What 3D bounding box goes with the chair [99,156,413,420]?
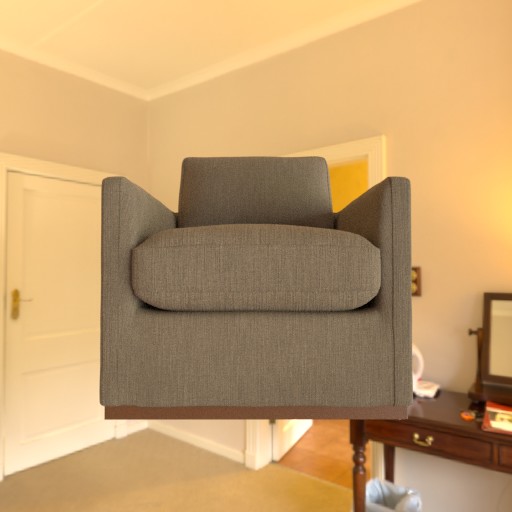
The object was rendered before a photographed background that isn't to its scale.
[{"bbox_3d":[0.000,0.000,1.458,0.763,0.811,0.834,0,-1,0],"label":"chair"}]
